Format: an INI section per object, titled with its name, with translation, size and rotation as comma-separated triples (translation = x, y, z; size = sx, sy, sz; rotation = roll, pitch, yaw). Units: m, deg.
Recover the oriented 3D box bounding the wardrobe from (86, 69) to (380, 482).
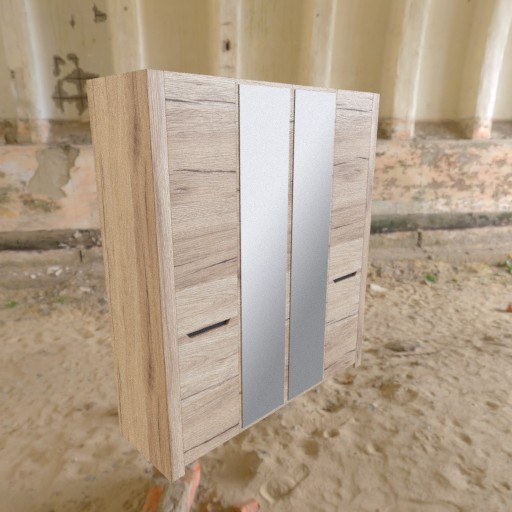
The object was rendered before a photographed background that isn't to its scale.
[wardrobe]
translation = 0.000, 0.000, 2.906
size = 1.810, 2.070, 0.580
rotation = -15, 21, -42
